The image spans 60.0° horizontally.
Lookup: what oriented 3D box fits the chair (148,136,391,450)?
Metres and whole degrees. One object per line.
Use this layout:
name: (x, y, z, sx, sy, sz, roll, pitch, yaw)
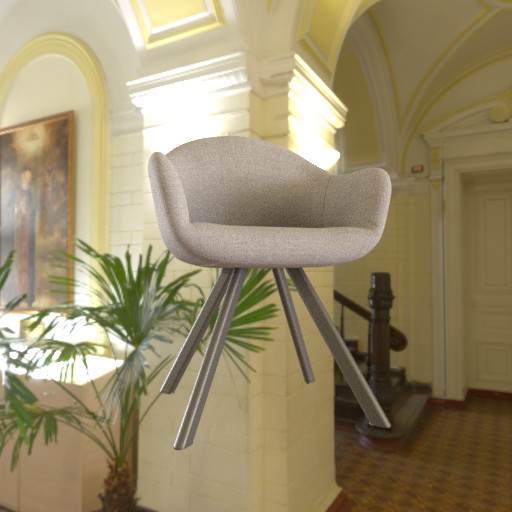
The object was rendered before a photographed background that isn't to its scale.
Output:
chair: (0.000, 0.000, 1.222, 0.590, 0.795, 0.550, 1, -2, -16)
